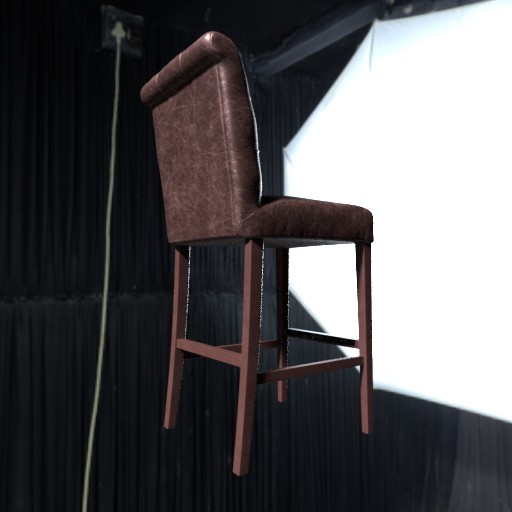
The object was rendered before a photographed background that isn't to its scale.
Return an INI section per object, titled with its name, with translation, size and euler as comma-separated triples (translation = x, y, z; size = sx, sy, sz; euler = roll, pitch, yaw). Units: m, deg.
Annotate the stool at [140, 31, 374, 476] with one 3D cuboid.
[stool]
translation = 0.000, 0.000, 1.489
size = 0.659, 1.168, 0.483
euler = 1, -2, -36
